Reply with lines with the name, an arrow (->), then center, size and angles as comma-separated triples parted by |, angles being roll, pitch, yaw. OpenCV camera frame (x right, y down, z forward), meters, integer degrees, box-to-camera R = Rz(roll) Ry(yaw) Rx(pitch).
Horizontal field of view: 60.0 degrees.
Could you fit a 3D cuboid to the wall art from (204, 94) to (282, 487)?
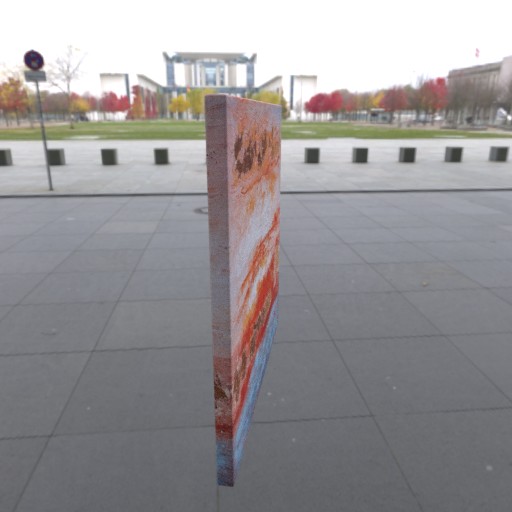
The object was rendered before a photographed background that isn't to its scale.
wall art -> 0.000, 0.000, 1.135 | 0.035, 0.747, 0.747 | 3, 18, 9
